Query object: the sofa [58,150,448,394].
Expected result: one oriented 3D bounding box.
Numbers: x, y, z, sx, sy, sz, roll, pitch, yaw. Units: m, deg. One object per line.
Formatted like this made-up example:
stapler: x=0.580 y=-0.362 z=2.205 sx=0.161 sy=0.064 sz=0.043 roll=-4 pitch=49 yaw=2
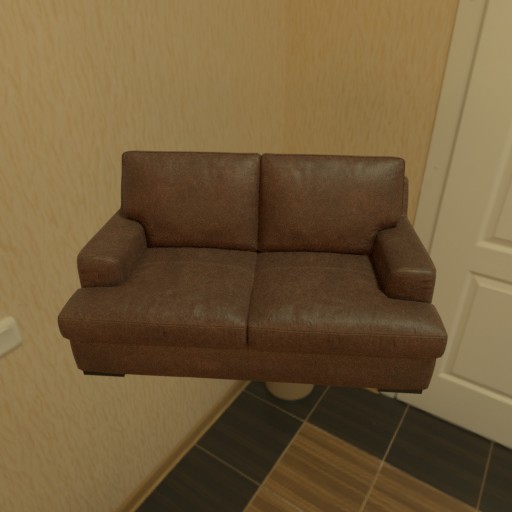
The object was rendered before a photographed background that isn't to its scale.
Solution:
sofa: x=0.000 y=0.000 z=2.480 sx=1.880 sy=0.939 sz=1.143 roll=2 pitch=31 yaw=4
